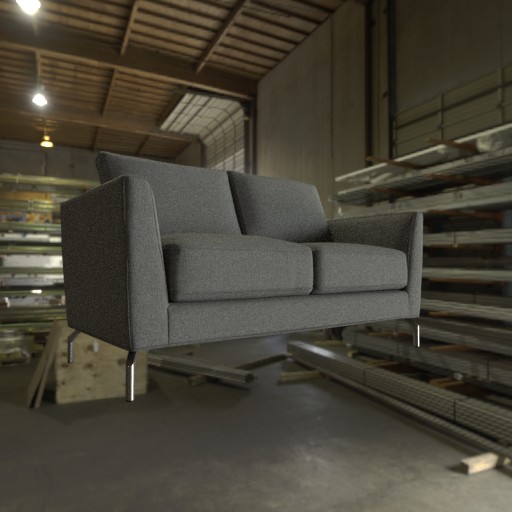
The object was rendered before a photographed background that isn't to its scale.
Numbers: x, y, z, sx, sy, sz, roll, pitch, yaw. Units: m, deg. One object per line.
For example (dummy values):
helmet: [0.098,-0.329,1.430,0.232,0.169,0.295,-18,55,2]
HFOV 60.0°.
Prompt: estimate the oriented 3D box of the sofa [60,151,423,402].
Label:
sofa: [0.000,0.000,2.117,1.594,0.924,0.803,1,-2,-37]
